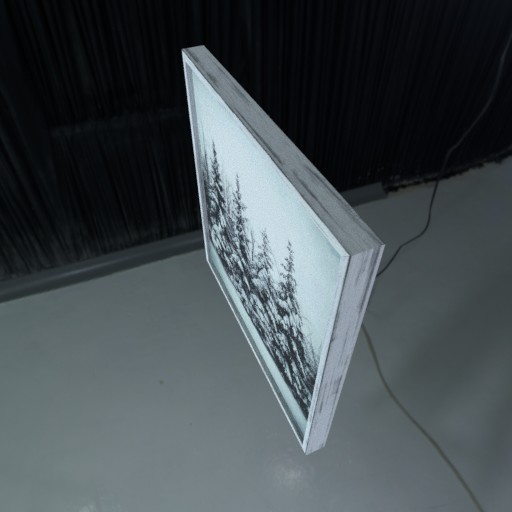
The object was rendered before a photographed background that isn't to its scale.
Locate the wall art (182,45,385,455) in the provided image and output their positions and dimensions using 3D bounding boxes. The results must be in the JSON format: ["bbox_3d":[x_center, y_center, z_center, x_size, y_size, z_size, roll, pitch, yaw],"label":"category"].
[{"bbox_3d":[0.000,0.000,0.750,0.038,0.506,0.506,-18,49,-16],"label":"wall art"}]
